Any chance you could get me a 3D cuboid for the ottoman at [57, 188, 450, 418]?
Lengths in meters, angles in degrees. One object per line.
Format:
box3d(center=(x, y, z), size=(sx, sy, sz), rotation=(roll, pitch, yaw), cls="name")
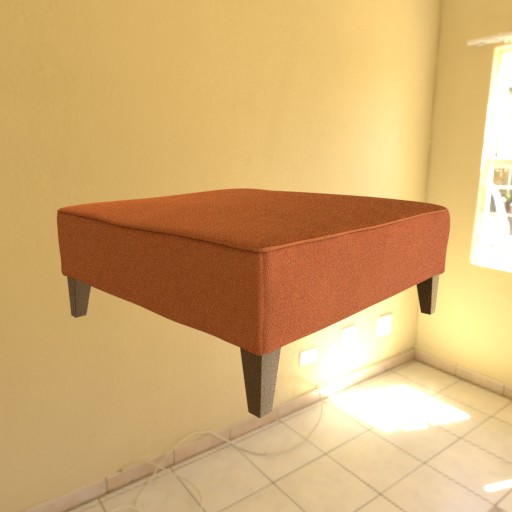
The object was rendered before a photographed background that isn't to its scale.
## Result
box3d(center=(0.000, 0.000, 1.580), size=(0.999, 0.438, 0.997), rotation=(12, 17, 42), cls="ottoman")
